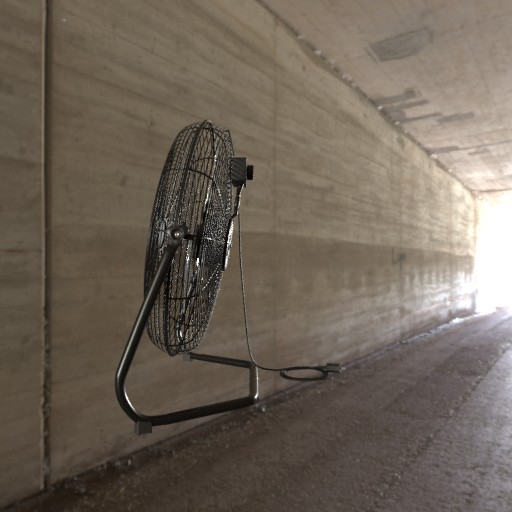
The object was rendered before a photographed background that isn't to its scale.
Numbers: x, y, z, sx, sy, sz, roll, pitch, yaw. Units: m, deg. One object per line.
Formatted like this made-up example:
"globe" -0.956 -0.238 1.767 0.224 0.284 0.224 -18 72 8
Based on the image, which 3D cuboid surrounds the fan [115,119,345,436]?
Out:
"fan" 0.000 0.000 1.023 0.470 0.605 0.595 0 0 0
